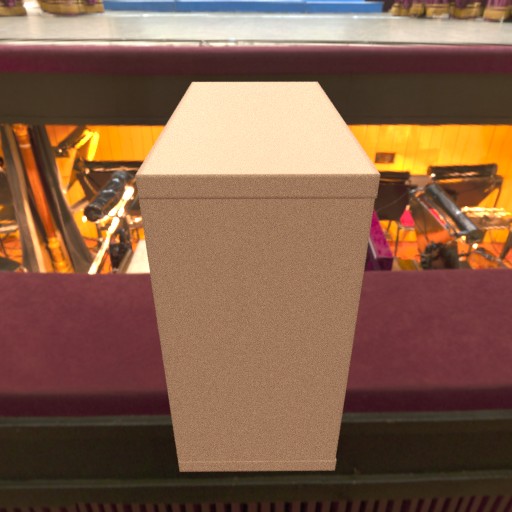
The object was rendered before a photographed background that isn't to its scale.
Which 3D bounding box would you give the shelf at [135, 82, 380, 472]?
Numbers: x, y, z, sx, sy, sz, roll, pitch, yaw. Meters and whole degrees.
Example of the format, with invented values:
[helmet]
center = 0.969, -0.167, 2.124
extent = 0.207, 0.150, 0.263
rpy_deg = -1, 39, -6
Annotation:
[shelf]
center = 0.000, 0.000, 1.247
extent = 0.390, 0.786, 0.790
rpy_deg = 0, 31, 0
